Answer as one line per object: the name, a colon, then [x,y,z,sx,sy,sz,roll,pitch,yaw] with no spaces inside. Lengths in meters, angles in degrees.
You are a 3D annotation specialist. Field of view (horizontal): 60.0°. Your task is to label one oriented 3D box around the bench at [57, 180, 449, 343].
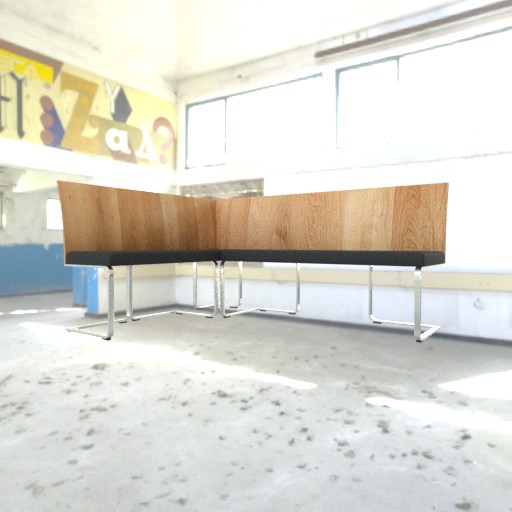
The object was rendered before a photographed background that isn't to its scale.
bench: [0.000,0.000,2.781,1.945,0.930,1.495,1,2,35]
